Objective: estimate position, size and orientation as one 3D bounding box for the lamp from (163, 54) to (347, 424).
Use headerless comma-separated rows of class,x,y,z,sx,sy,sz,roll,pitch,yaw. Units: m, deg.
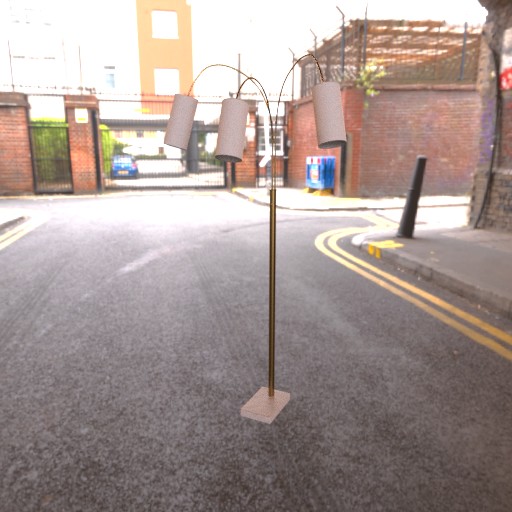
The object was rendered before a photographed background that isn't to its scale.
lamp,0.000,0.000,2.459,1.020,2.055,0.667,6,14,26
